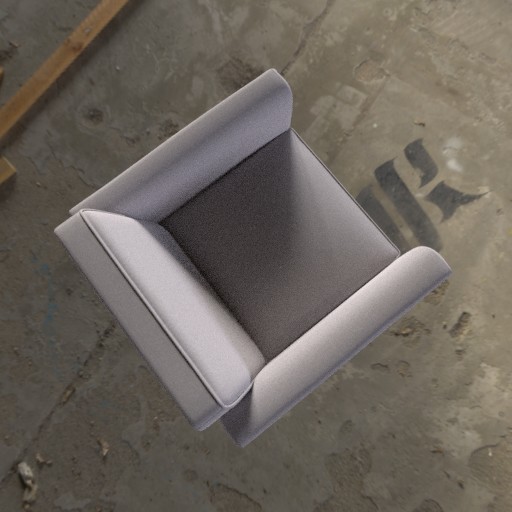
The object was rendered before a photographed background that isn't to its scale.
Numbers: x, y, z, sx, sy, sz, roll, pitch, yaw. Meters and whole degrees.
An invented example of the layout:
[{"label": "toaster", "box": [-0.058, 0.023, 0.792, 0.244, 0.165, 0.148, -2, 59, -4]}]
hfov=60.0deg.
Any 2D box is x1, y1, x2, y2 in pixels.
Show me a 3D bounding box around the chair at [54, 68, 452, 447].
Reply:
[{"label": "chair", "box": [0.000, 0.000, 1.367, 0.750, 0.780, 0.780, -38, 81, -7]}]
